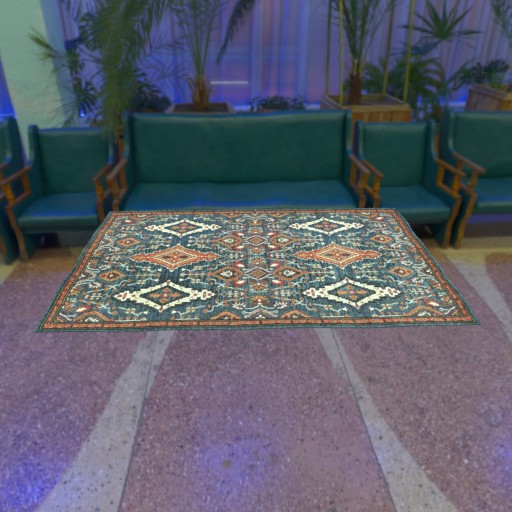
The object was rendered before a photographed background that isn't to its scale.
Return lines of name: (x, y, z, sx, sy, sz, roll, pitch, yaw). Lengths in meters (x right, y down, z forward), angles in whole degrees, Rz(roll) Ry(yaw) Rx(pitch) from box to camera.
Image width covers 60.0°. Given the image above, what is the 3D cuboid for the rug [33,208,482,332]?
rug: (0.000, 0.000, 4.225, 3.371, 0.008, 2.190, -1, 30, -1)
